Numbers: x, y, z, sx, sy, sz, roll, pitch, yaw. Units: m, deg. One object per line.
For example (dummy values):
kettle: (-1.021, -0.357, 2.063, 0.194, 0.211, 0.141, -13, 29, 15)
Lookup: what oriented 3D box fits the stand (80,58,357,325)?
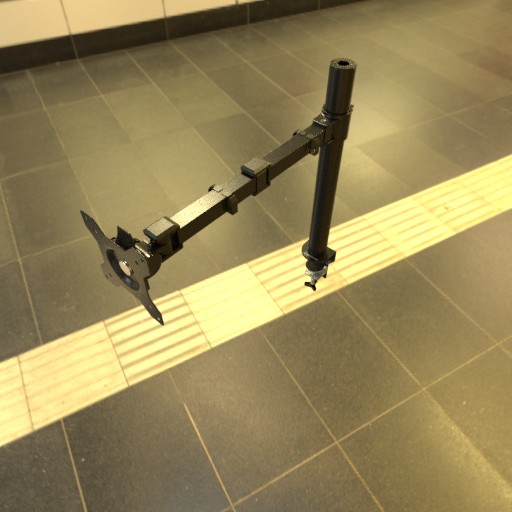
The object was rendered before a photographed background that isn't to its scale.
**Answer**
stand: (0.000, 0.000, 0.732, 0.115, 0.510, 0.456, 32, 54, 27)
